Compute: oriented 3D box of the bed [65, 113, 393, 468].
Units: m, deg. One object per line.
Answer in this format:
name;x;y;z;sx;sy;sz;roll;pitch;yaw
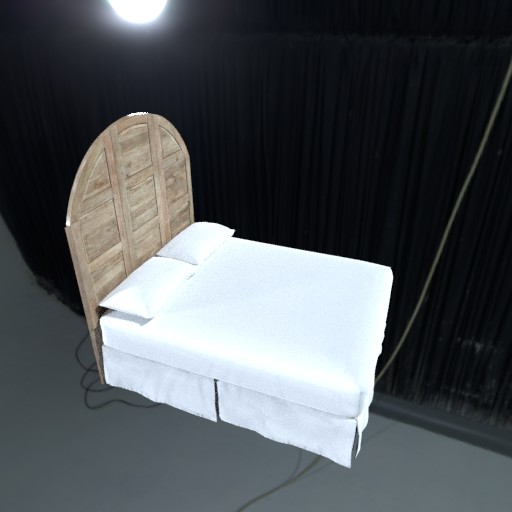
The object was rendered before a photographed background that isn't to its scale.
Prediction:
bed;0.000;0.000;3.489;2.112;2.002;1.713;11;31;18
